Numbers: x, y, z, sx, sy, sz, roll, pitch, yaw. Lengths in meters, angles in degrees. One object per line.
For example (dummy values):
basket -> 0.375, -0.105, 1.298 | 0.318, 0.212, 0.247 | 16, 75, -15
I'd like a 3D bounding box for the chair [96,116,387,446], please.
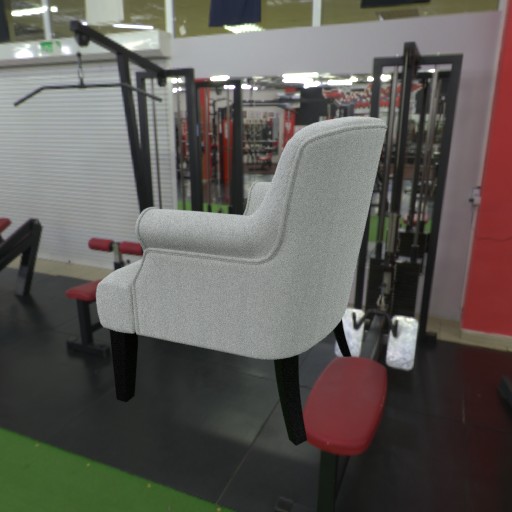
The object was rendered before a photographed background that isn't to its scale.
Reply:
chair -> 0.000, 0.000, 1.471 | 0.750, 0.875, 0.781 | 7, 18, 24
